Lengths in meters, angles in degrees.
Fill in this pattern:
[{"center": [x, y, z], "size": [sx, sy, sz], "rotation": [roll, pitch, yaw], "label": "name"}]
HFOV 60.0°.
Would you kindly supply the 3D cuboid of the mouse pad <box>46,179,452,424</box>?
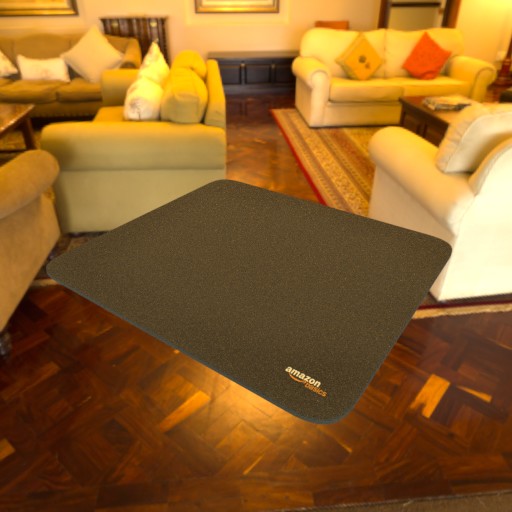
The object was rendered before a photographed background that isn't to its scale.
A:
[{"center": [0.000, 0.000, 0.319], "size": [0.229, 0.003, 0.203], "rotation": [21, 37, 30], "label": "mouse pad"}]
